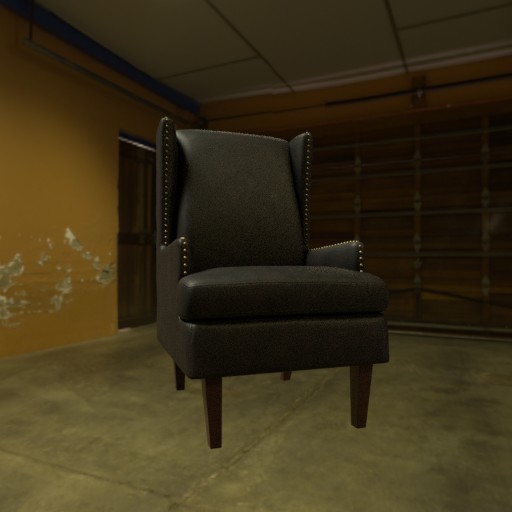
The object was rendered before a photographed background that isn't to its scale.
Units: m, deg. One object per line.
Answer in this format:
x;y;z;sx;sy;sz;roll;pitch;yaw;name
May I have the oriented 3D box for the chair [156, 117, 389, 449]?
0.000;0.000;1.719;0.703;1.142;0.799;0;-1;-19;chair
